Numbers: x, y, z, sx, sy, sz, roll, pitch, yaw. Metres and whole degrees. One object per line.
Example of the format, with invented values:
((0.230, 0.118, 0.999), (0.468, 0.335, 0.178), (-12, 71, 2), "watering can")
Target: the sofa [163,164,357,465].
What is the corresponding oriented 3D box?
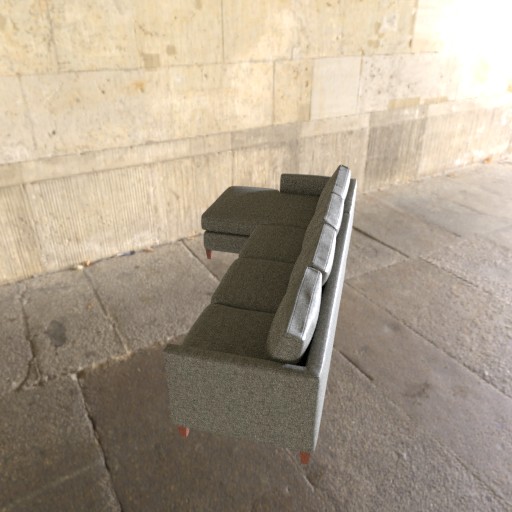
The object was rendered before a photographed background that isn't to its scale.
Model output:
((0.000, 0.000, 4.128), (1.635, 0.960, 3.485), (7, 29, 13), "sofa")
